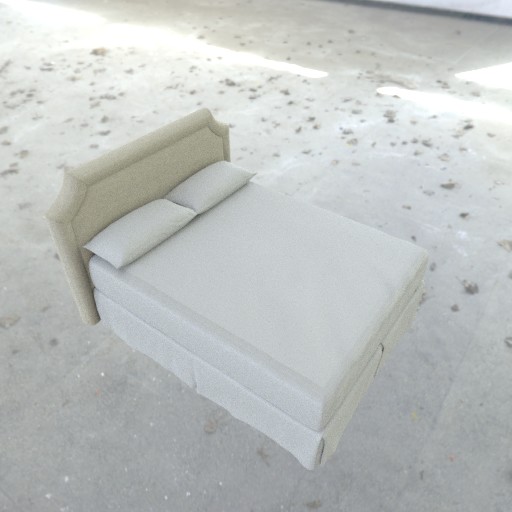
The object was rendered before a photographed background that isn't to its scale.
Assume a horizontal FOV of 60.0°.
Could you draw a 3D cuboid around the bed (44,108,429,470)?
[{"bbox_3d":[0.000,0.000,3.252,2.164,1.297,1.828,26,46,27],"label":"bed"}]
